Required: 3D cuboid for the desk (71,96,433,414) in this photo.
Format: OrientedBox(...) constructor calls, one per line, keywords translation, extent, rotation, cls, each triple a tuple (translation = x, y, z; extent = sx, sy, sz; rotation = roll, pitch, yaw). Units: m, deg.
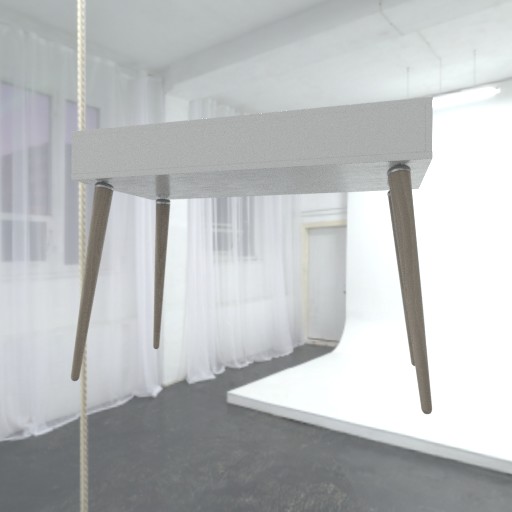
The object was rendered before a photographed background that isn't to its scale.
OrientedBox(translation=(0.000, 0.000, 1.372), extent=(0.979, 0.723, 0.491), rotation=(0, 0, 17), cls="desk")
